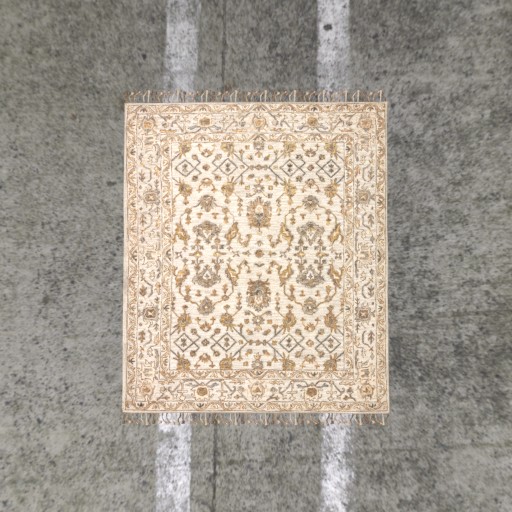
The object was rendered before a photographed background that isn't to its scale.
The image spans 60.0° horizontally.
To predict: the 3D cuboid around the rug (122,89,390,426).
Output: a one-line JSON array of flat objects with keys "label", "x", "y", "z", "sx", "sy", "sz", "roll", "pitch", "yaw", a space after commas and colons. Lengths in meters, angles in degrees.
[{"label": "rug", "x": 0.000, "y": 0.000, "z": 4.031, "sx": 2.426, "sy": 0.034, "sz": 3.061, "roll": 0, "pitch": 88, "yaw": 0}]
